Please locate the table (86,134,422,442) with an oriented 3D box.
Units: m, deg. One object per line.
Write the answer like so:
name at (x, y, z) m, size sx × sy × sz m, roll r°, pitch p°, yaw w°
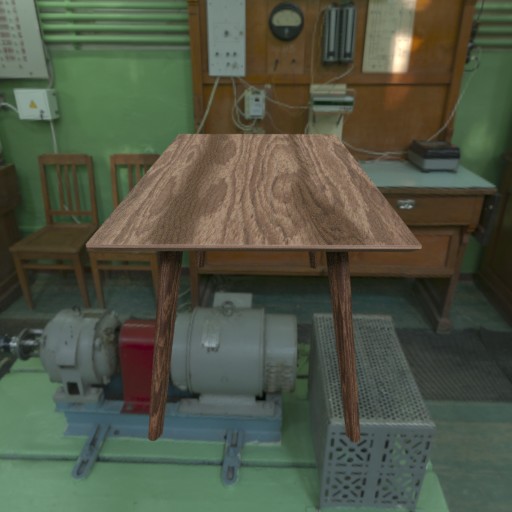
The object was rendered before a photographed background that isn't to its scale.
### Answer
table at (0.000, 0.000, 1.820) m, size 0.801 × 0.724 × 1.349 m, roll 0°, pitch 26°, yaw 0°
